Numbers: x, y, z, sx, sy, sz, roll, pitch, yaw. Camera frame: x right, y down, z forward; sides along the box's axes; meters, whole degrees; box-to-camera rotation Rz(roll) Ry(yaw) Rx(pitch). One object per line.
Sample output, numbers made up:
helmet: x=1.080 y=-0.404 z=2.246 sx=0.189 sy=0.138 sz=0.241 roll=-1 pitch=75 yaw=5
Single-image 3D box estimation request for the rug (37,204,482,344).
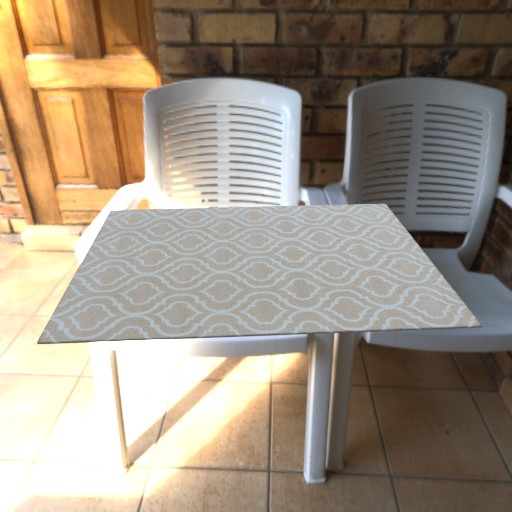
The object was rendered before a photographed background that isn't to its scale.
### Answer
rug: x=0.000 y=0.000 z=2.771 sx=2.134 sy=0.010 sz=1.524 roll=-2 pitch=30 yaw=-3
